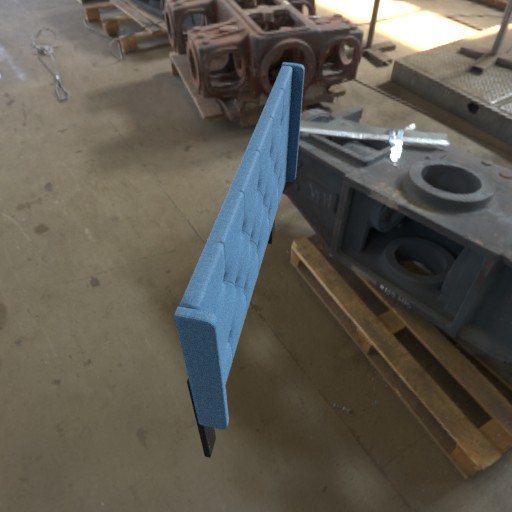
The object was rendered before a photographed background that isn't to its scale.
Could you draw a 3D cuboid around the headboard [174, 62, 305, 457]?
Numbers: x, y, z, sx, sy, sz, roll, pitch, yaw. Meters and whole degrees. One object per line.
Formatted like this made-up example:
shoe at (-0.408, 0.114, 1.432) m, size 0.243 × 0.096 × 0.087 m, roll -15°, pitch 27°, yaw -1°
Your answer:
headboard at (0.000, 0.000, 2.740) m, size 0.184 × 1.524 × 2.051 m, roll 9°, pitch 48°, yaw 9°
